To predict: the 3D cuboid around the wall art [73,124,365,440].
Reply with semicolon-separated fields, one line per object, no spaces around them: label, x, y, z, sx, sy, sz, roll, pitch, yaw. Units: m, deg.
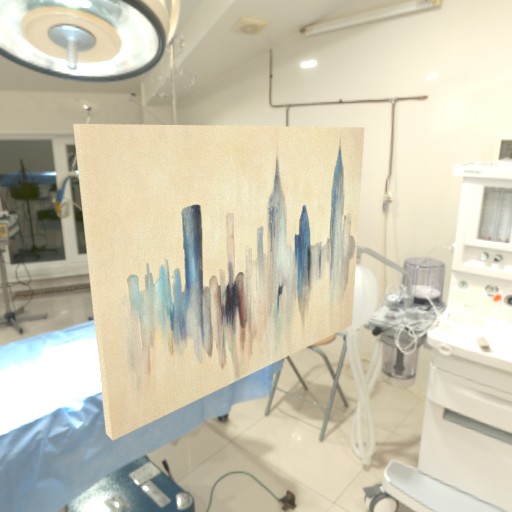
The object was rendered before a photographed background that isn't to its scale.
wall art;0.000;0.000;1.356;1.016;0.762;0.038;-14;21;-41
